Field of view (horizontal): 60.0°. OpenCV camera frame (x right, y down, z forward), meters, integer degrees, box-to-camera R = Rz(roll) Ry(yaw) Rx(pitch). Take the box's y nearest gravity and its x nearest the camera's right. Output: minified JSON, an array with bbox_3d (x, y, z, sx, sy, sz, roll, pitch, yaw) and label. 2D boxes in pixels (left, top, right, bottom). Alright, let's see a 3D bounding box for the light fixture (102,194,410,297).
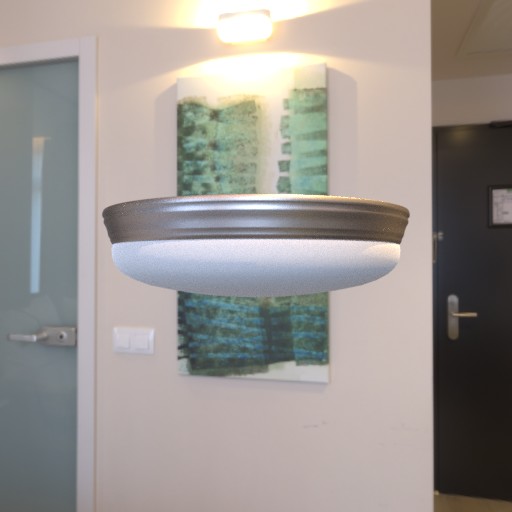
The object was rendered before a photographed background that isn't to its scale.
[{"bbox_3d":[0.000,0.000,0.560,0.368,0.100,0.368,0,-1,0],"label":"light fixture"}]
